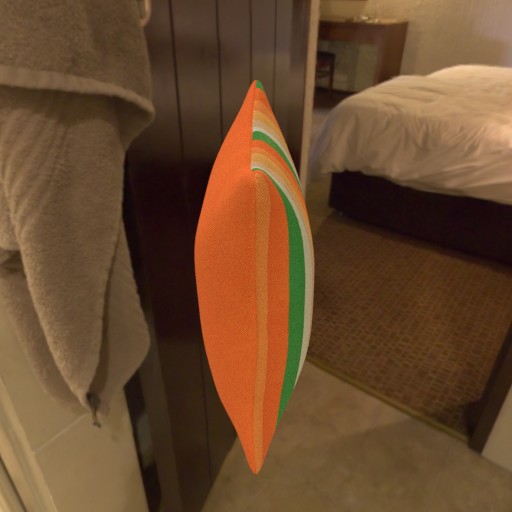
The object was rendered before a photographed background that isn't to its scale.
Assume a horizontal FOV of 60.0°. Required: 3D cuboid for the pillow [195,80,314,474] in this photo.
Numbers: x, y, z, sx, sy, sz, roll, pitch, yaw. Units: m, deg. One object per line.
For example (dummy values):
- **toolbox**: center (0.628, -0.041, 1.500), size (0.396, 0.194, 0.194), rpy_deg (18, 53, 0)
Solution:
- **pillow**: center (0.000, 0.000, 0.698), size (0.169, 0.444, 0.453), rpy_deg (0, 32, 0)
